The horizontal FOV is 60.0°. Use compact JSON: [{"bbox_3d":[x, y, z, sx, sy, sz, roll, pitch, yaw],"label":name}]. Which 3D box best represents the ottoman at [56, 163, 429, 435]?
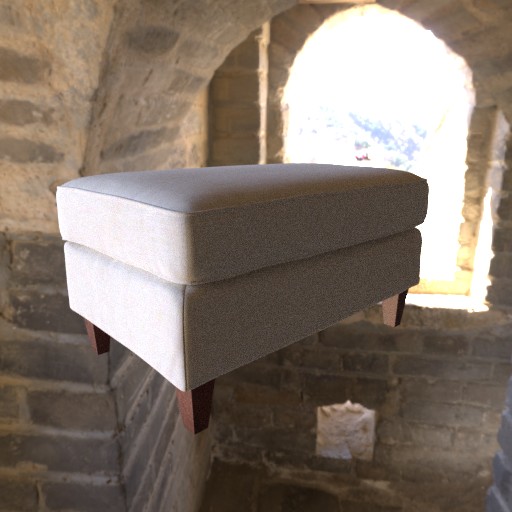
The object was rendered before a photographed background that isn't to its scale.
[{"bbox_3d":[0.000,0.000,1.224,0.862,0.484,0.583,-13,20,-41],"label":"ottoman"}]
